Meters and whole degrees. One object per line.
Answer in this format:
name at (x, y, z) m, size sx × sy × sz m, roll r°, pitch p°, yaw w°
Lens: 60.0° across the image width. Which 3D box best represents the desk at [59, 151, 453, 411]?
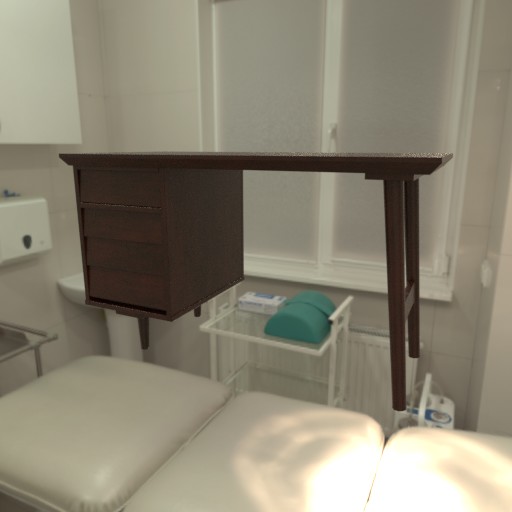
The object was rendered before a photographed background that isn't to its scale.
desk at (0.000, 0.000, 1.681) m, size 1.277 × 0.758 × 0.612 m, roll 7°, pitch 15°, yaw 25°
